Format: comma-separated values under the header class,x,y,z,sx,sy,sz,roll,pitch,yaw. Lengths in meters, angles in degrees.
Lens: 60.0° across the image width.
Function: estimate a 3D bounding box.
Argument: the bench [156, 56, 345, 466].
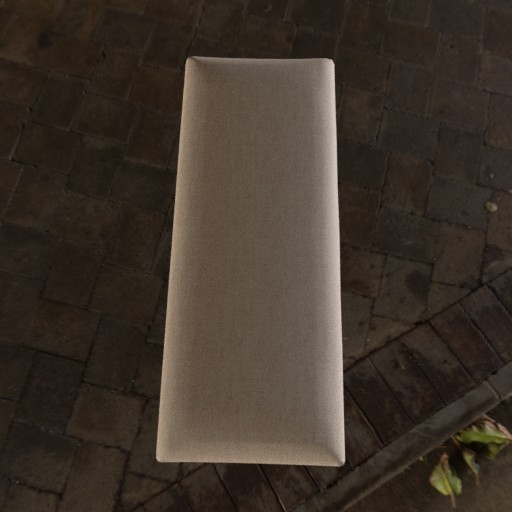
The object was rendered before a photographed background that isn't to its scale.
class,x,y,z,sx,sy,sz,roll,pitch,yaw
bench,0.000,0.000,1.235,0.407,0.456,1.013,1,75,0
